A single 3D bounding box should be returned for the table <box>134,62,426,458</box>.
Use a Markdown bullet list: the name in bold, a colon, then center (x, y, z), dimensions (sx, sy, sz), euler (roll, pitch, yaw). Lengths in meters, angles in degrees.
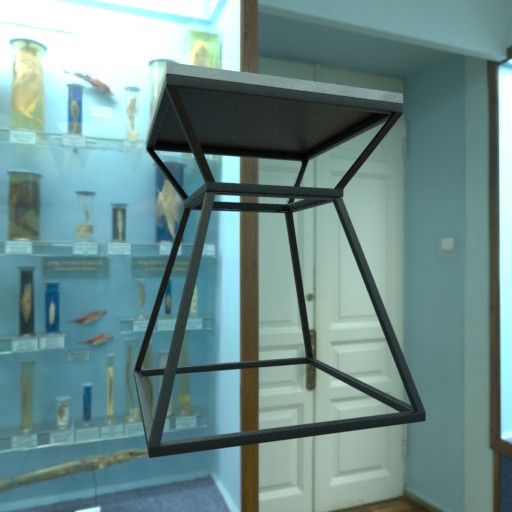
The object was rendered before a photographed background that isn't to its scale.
- **table**: center (0.000, 0.000, 0.894), dimensions (0.455, 0.559, 0.455), euler (0, -1, -18)
